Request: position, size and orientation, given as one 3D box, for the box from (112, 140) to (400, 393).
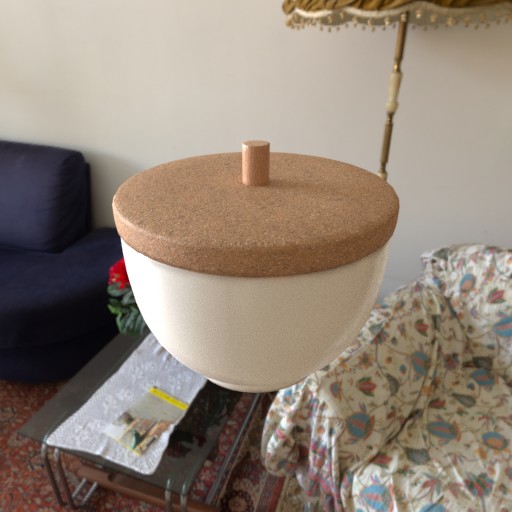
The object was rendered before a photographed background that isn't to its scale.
[{"bbox_3d":[0.000,0.000,0.185,0.107,0.094,0.107,0,27,0],"label":"box"}]
